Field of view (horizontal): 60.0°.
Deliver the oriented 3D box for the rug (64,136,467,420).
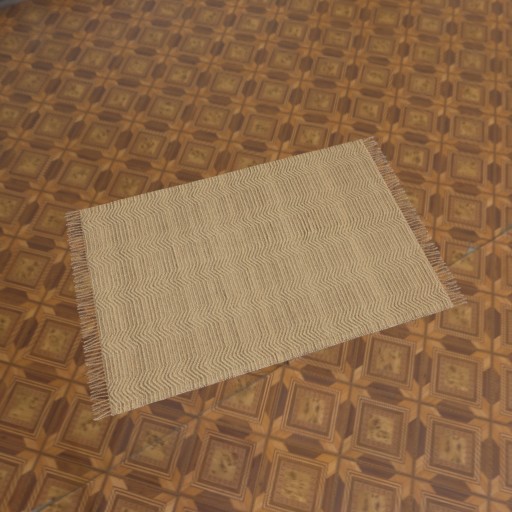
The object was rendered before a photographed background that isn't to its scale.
[{"bbox_3d":[0.000,0.000,2.506,2.021,0.027,1.224,-16,64,-8],"label":"rug"}]
